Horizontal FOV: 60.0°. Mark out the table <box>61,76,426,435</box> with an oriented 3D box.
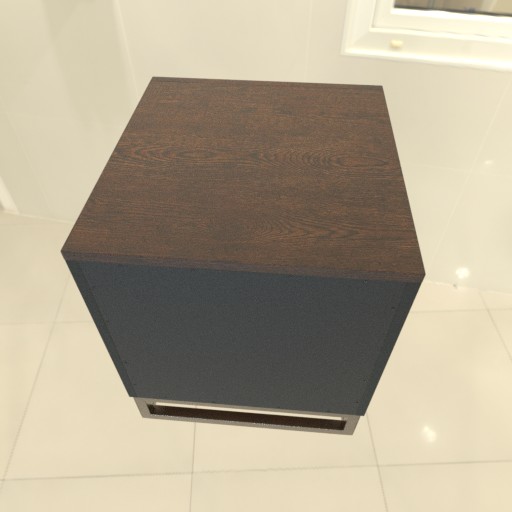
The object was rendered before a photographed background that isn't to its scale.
[{"bbox_3d":[0.000,0.000,1.013,0.506,0.582,0.566,4,47,3],"label":"table"}]
